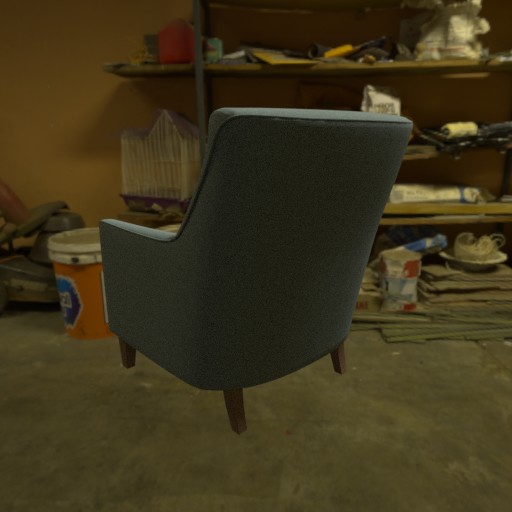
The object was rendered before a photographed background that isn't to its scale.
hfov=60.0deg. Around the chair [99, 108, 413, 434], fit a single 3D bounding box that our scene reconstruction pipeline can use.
[{"bbox_3d":[0.000,0.000,1.518,0.756,0.916,0.879,-14,20,-41],"label":"chair"}]
